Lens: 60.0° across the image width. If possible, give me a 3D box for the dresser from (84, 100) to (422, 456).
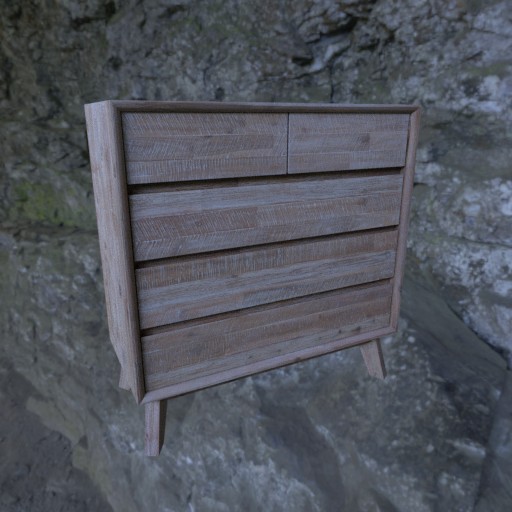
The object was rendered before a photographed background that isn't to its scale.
[{"bbox_3d":[0.000,0.000,1.592,0.998,1.029,0.455,-9,19,-26],"label":"dresser"}]
